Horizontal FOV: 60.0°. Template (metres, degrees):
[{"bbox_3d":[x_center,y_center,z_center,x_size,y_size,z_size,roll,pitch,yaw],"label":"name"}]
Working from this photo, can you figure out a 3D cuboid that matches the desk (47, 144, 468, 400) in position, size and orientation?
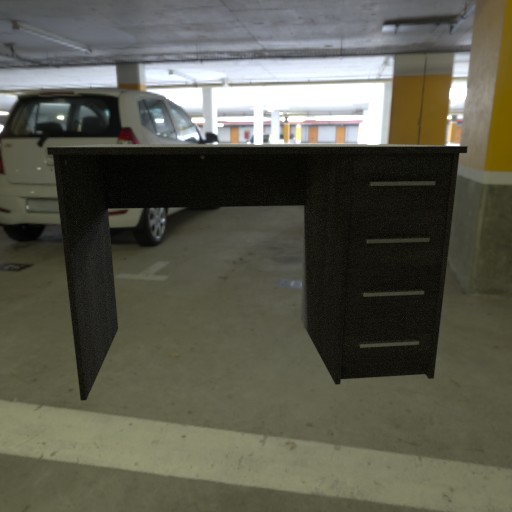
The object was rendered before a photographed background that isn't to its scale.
[{"bbox_3d":[0.000,0.000,1.505,1.096,0.730,0.560,-2,15,-6],"label":"desk"}]
